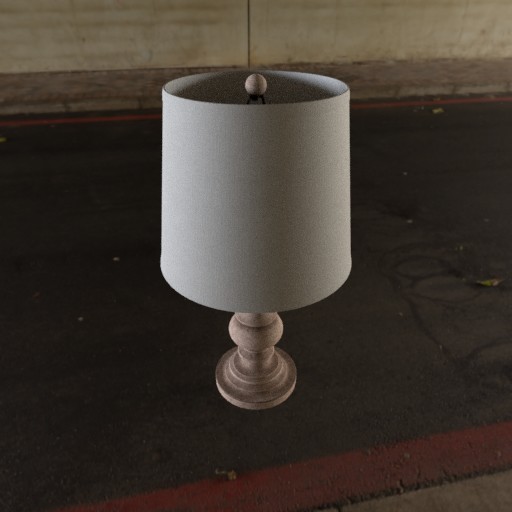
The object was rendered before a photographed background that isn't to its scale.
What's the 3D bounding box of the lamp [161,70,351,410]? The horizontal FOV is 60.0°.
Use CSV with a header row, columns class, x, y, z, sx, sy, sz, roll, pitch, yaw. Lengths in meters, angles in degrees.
class,x,y,z,sx,sy,sz,roll,pitch,yaw
lamp,0.000,0.000,0.646,0.273,0.497,0.273,0,31,0
